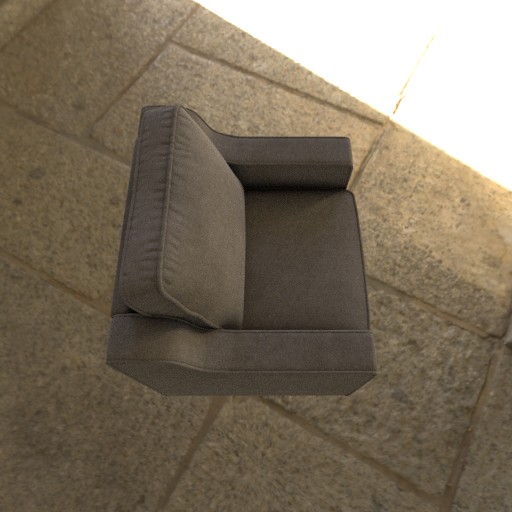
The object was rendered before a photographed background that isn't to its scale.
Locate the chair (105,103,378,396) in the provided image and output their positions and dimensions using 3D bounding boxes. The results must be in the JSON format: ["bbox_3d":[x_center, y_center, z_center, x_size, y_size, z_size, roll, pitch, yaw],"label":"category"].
[{"bbox_3d":[0.000,0.000,1.666,0.840,0.944,0.926,0,65,0],"label":"chair"}]
